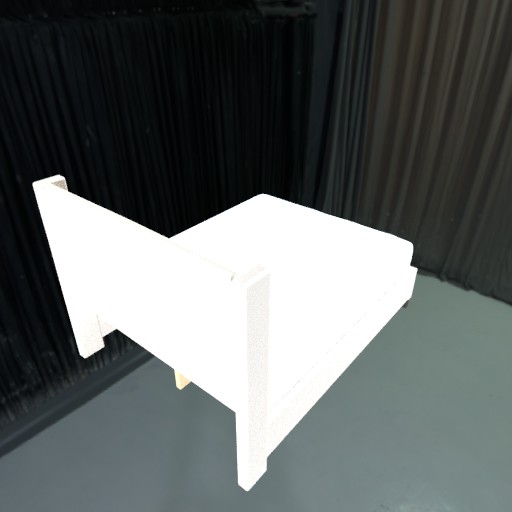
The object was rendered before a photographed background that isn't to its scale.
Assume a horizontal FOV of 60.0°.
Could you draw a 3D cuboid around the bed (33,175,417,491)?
[{"bbox_3d":[0.000,0.000,3.436,1.778,1.471,2.293,23,38,33],"label":"bed"}]
